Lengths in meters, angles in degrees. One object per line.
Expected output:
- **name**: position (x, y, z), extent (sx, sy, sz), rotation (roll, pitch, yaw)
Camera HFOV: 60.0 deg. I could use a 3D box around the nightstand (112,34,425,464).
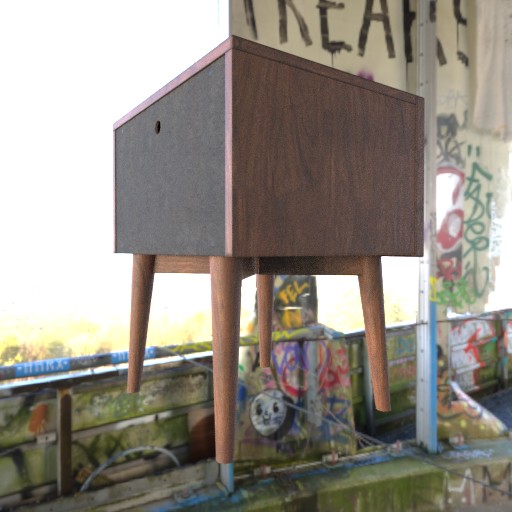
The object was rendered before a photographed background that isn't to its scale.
- **nightstand**: position (0.000, 0.000, 0.941), extent (0.445, 0.607, 0.521), rotation (-1, 1, -35)
